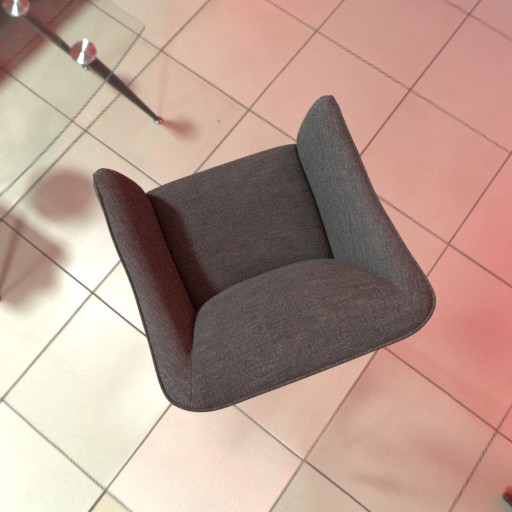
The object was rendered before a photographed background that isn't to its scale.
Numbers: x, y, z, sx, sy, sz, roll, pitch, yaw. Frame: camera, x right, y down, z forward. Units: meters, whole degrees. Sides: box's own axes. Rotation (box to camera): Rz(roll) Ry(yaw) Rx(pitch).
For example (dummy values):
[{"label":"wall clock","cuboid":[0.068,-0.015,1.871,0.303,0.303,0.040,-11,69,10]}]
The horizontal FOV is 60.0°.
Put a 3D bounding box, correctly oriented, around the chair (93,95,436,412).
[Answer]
[{"label":"chair","cuboid":[0.000,0.000,1.563,0.870,0.829,0.851,-20,77,-5]}]
